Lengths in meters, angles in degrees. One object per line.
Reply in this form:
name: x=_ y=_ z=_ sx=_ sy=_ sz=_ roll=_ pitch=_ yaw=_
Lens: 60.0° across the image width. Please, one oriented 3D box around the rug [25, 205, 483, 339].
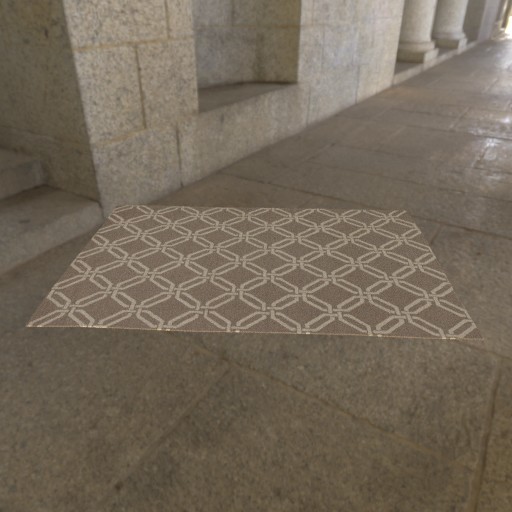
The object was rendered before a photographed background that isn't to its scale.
rug: x=0.000 y=0.000 z=2.159 sx=1.748 sy=0.010 sz=1.142 roll=1 pitch=31 yaw=2
